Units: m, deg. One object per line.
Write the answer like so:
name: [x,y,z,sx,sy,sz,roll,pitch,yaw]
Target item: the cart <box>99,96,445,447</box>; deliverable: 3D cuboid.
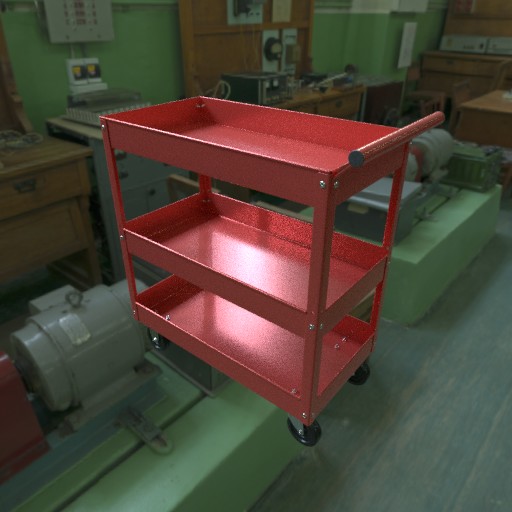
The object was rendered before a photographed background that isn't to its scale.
cart: [0.000,0.000,1.183,0.719,0.780,0.366,22,36,33]
